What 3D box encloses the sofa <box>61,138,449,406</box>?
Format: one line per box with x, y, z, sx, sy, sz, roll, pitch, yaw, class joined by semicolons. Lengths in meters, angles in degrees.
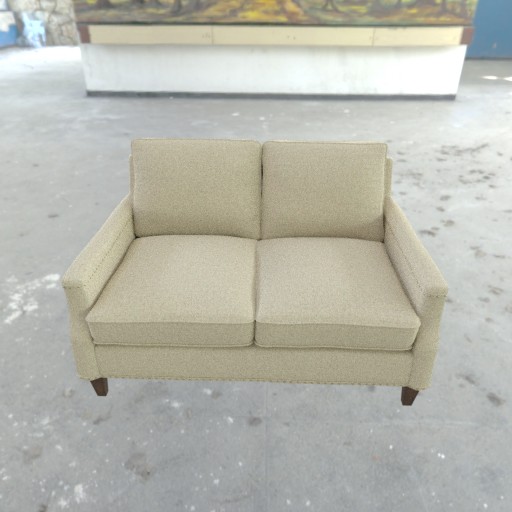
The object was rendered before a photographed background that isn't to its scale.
0.000;0.000;2.255;1.597;1.003;1.084;1;31;2;sofa
